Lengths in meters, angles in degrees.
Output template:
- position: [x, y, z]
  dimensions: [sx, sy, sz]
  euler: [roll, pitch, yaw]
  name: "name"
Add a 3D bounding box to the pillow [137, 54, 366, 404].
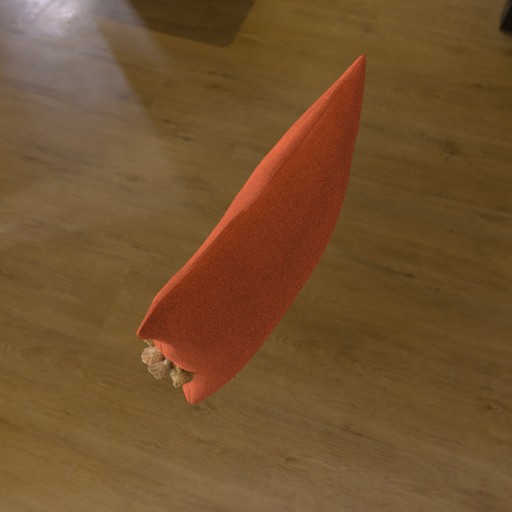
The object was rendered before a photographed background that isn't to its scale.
- position: [0.000, 0.000, 0.730]
  dimensions: [0.165, 0.482, 0.490]
  euler: [32, 69, 14]
  name: "pillow"
